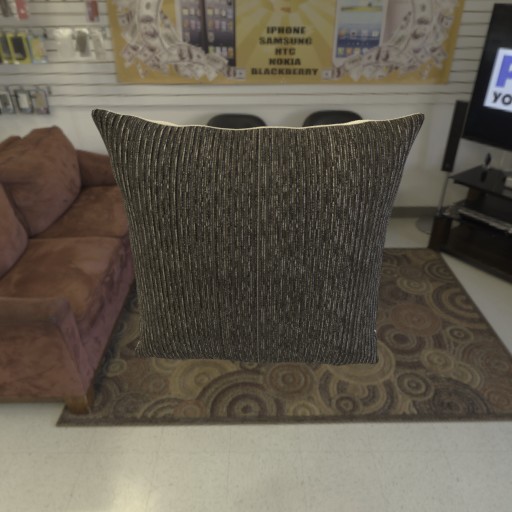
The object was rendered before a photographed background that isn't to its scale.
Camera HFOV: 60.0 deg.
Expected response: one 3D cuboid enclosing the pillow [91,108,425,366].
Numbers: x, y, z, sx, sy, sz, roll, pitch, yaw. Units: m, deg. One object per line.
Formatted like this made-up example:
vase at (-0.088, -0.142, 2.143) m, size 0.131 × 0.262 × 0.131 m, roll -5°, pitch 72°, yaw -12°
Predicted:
pillow at (0.000, 0.000, 0.679) m, size 0.433 × 0.434 × 0.196 m, roll 1°, pitch 31°, yaw 2°
